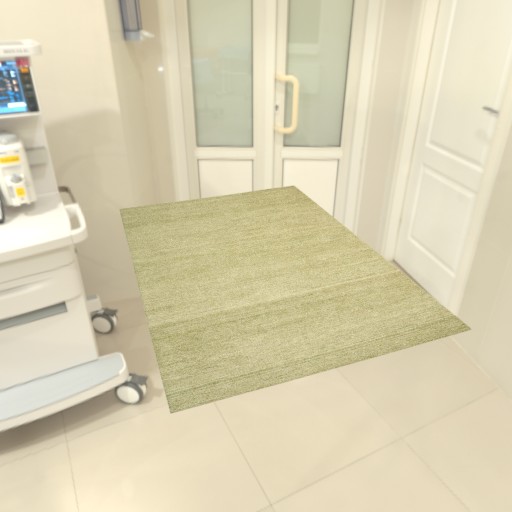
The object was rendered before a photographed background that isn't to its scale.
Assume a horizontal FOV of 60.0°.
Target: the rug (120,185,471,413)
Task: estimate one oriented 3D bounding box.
[{"bbox_3d":[0.000,0.000,3.033,1.606,0.017,2.270,-10,31,-17],"label":"rug"}]
